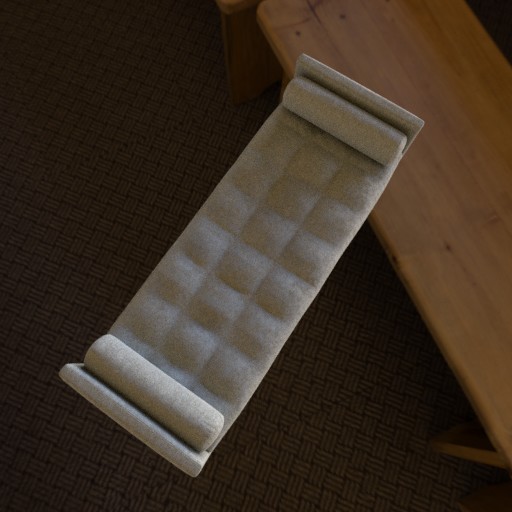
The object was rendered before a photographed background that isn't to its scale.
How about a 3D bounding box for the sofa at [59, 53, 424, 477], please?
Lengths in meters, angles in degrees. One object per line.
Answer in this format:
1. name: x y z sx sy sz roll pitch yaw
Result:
1. sofa: 0.000 0.000 2.477 0.797 0.657 2.102 33 78 8
